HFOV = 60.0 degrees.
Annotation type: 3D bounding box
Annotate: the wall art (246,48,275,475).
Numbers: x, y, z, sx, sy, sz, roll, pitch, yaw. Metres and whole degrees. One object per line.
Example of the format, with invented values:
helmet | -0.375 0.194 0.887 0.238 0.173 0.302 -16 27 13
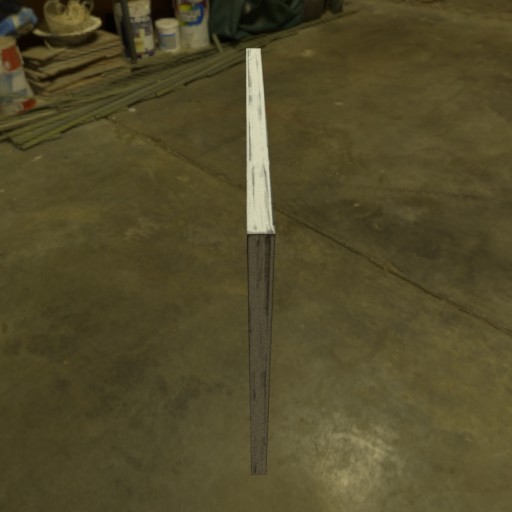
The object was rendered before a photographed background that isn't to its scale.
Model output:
wall art | 0.000 0.000 1.117 0.037 0.761 0.761 -1 42 -1
